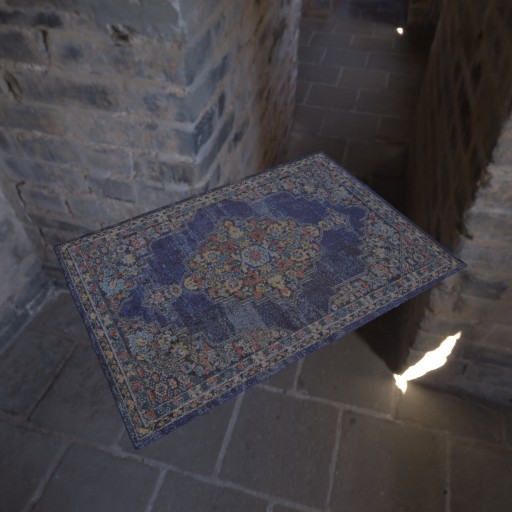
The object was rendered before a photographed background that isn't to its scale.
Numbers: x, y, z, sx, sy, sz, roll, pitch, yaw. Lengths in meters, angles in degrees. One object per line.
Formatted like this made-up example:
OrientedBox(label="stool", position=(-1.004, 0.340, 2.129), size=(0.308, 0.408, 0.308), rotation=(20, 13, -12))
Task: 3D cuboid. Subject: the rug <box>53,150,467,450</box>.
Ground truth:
OrientedBox(label="rug", position=(0.000, 0.000, 3.800), size=(2.940, 0.011, 2.053), rotation=(-24, 51, -21))
